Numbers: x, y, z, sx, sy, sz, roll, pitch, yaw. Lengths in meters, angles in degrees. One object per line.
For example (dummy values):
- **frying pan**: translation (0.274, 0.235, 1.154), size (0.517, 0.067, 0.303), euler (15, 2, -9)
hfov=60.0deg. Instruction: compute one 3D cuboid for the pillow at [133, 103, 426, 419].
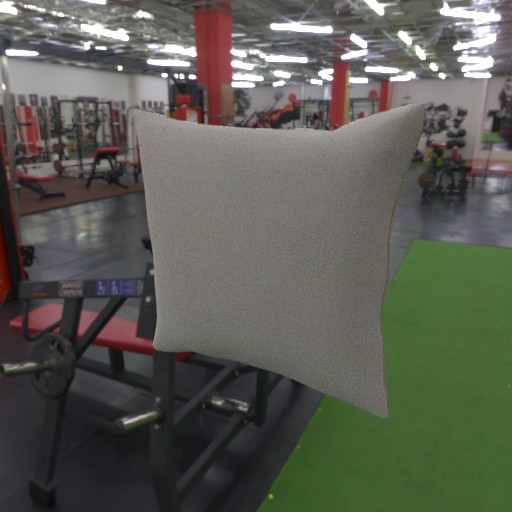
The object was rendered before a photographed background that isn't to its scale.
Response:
- **pillow**: translation (0.000, 0.000, 0.626), size (0.416, 0.401, 0.173), euler (9, 19, 27)
